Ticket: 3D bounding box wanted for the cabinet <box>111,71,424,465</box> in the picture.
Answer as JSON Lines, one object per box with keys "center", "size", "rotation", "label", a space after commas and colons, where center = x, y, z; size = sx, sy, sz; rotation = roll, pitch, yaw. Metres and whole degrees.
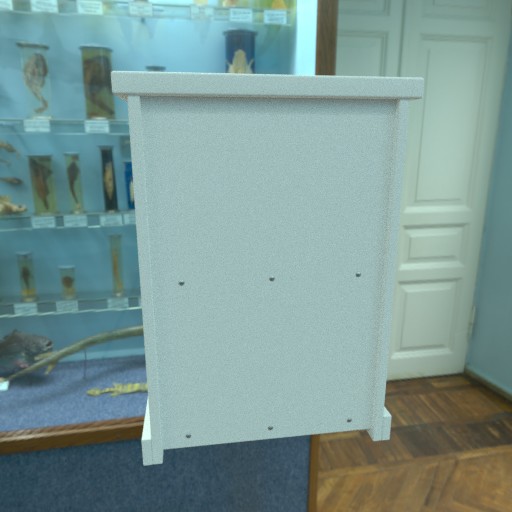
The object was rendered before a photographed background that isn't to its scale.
{"center": [0.000, 0.000, 1.019], "size": [0.520, 0.723, 0.431], "rotation": [-2, 15, -8], "label": "cabinet"}
